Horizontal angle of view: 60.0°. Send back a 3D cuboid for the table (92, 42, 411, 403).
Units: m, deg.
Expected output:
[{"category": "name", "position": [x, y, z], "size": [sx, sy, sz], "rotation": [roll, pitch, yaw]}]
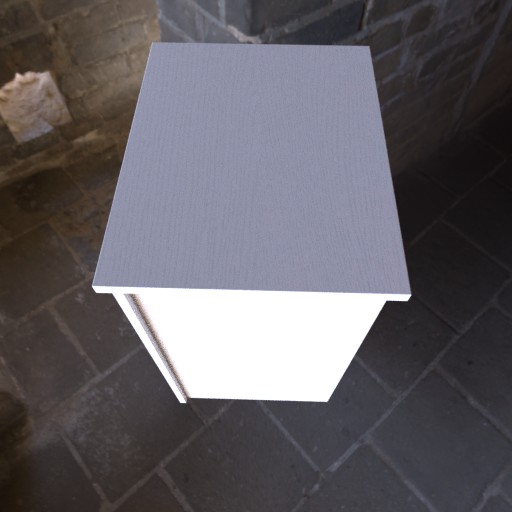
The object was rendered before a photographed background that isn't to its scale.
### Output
[{"category": "table", "position": [0.000, 0.000, 0.920], "size": [0.381, 0.635, 0.480], "rotation": [1, 59, 1]}]
